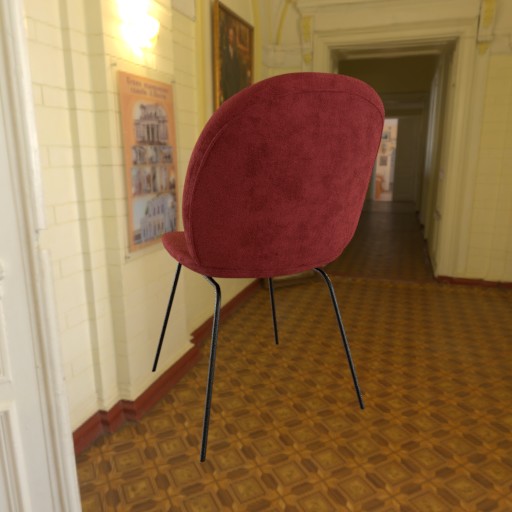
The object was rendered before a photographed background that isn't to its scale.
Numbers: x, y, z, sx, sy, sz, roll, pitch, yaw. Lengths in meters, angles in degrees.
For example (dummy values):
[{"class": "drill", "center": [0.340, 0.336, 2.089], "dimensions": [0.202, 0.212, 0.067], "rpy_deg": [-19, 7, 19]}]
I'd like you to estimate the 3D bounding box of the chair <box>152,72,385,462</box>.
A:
[{"class": "chair", "center": [0.000, 0.000, 1.129], "dimensions": [0.458, 0.791, 0.587], "rpy_deg": [-7, 15, -26]}]
